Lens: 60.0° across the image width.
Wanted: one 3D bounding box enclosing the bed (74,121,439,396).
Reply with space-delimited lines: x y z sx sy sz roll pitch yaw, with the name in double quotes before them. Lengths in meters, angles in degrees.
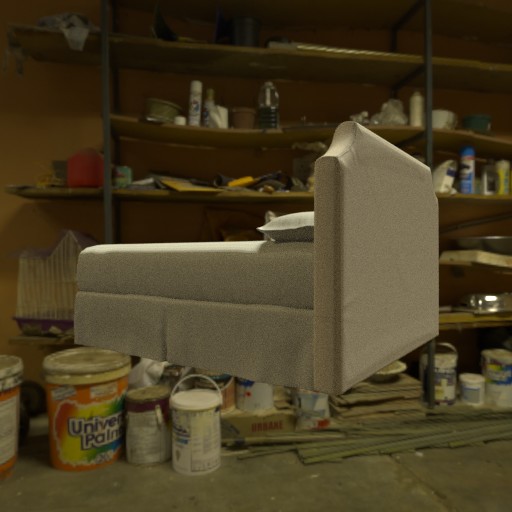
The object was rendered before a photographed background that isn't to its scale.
"bed" 0.000 0.000 3.277 2.164 1.297 1.828 0 0 35
